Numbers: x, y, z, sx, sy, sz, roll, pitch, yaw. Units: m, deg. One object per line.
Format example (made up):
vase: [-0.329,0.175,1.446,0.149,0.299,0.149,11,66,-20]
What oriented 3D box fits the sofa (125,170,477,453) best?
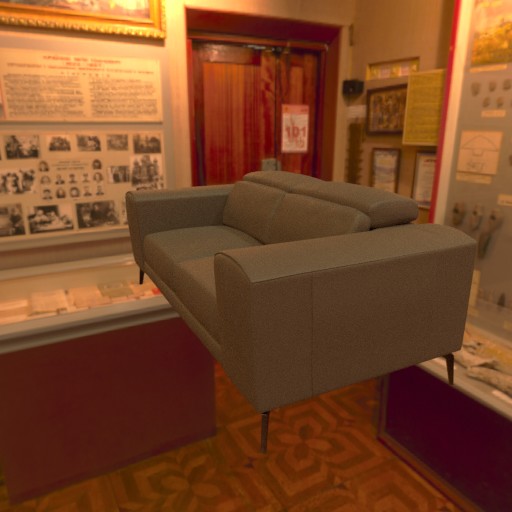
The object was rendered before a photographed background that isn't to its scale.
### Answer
sofa: [0.000,0.000,2.356,1.003,0.779,1.895,-8,18,-26]
